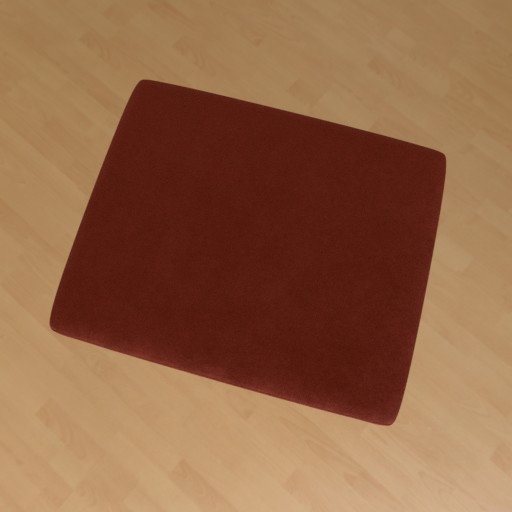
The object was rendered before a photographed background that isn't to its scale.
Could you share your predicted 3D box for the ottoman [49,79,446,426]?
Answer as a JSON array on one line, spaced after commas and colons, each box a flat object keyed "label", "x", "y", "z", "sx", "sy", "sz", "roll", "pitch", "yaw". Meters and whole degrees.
[{"label": "ottoman", "x": 0.000, "y": 0.000, "z": 1.177, "sx": 0.782, "sy": 0.462, "sz": 0.650, "roll": 15, "pitch": 78, "yaw": 3}]
